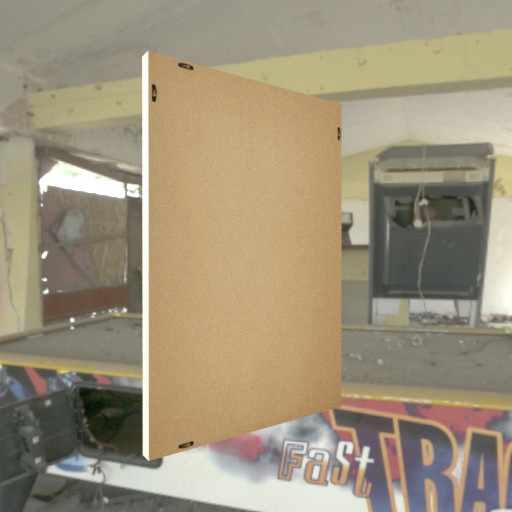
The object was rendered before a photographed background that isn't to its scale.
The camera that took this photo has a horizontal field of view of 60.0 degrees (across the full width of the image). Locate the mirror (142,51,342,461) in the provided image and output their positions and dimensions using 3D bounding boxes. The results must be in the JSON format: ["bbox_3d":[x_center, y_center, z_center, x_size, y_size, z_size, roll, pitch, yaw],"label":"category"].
[{"bbox_3d":[0.000,0.000,1.176,0.609,0.914,0.041,0,0,-35],"label":"mirror"}]
